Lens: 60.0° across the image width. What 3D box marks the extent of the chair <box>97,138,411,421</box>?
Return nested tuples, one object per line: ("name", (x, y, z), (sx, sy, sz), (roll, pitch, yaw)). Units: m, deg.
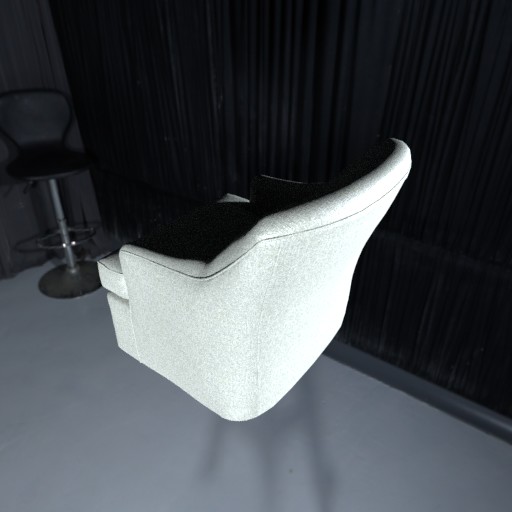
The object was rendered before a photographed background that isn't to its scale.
("chair", (0.000, 0.000, 1.650), (0.923, 0.856, 0.864), (21, 37, 30))
